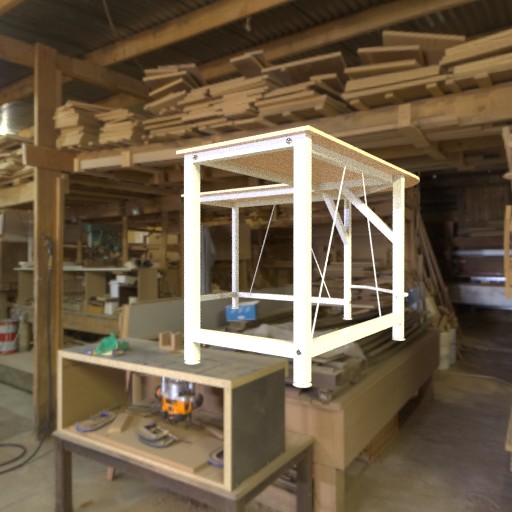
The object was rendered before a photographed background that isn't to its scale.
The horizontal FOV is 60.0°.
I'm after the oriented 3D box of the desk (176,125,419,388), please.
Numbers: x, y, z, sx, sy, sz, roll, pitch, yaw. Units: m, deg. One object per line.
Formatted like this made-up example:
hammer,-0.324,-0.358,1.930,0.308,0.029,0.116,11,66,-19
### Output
desk,0.000,0.000,2.249,1.400,0.762,1.400,0,1,36
